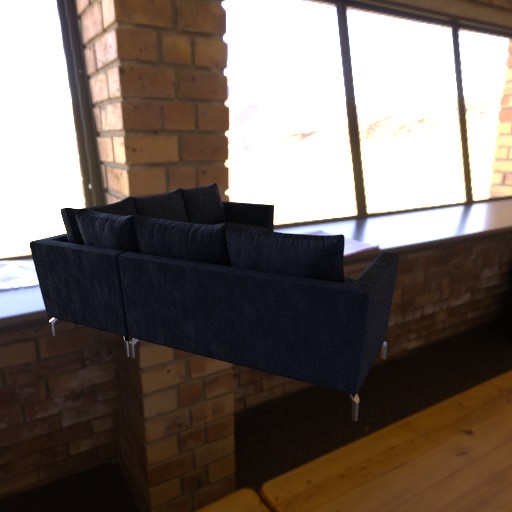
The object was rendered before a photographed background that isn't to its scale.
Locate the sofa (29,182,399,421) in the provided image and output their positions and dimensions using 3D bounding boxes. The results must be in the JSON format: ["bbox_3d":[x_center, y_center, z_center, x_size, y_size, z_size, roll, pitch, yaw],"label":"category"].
[{"bbox_3d":[0.000,0.000,3.802,2.472,0.988,2.463,7,17,26],"label":"sofa"}]
